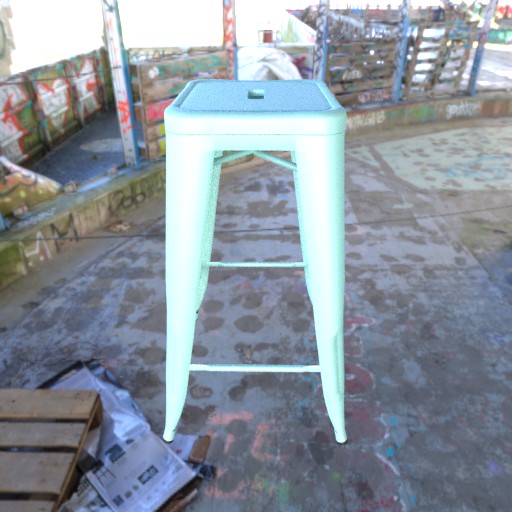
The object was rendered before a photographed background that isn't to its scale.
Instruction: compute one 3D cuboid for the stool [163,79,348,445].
[{"bbox_3d":[0.000,0.000,0.866,0.359,0.609,0.399,0,30,0],"label":"stool"}]
